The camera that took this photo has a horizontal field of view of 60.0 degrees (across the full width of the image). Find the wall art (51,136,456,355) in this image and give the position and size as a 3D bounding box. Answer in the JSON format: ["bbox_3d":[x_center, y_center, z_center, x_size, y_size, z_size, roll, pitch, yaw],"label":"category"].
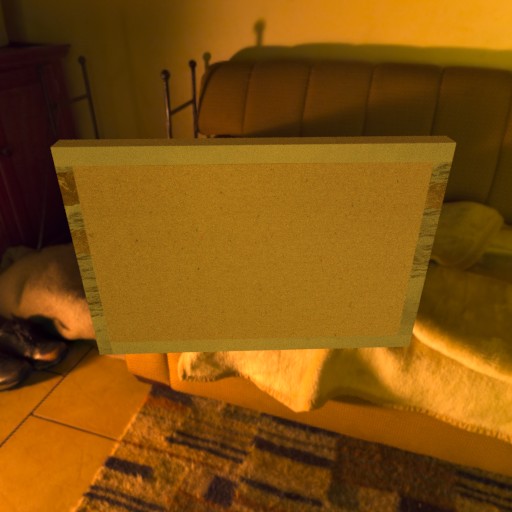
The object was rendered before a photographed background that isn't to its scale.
[{"bbox_3d":[0.000,0.000,0.780,0.606,0.407,0.041,-1,31,-2],"label":"wall art"}]
